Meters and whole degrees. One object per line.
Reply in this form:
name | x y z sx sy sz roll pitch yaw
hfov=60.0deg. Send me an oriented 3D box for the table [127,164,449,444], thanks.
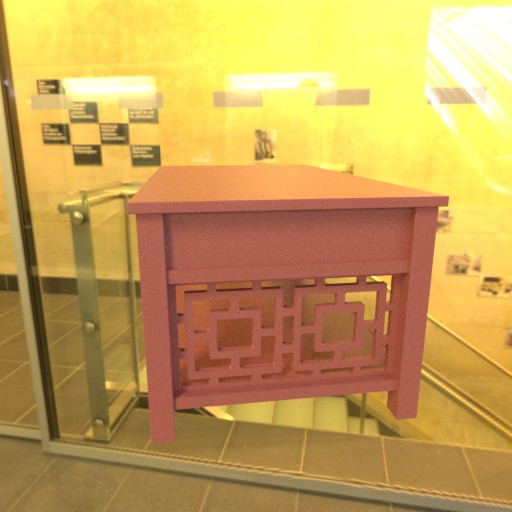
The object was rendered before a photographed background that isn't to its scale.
table | 0.000 0.000 1.378 0.612 0.493 1.068 -2 15 -8
